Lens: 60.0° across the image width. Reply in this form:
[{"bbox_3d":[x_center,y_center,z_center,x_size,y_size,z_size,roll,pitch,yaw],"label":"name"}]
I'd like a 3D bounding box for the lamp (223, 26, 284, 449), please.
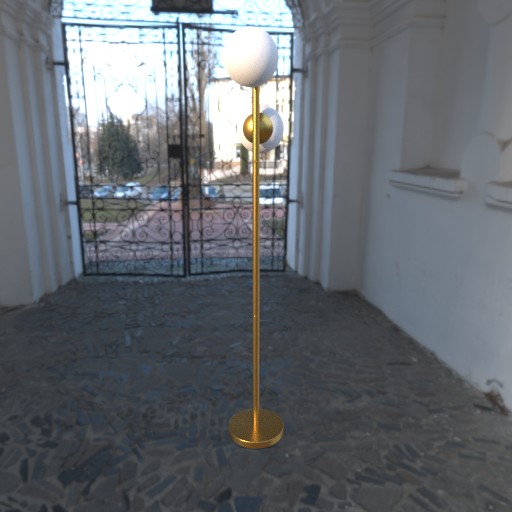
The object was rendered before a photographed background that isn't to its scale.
[{"bbox_3d":[0.000,0.000,1.799,0.249,1.641,0.419,2,14,9],"label":"lamp"}]
